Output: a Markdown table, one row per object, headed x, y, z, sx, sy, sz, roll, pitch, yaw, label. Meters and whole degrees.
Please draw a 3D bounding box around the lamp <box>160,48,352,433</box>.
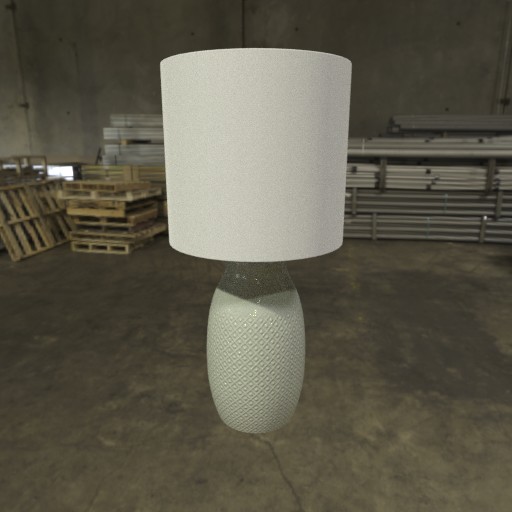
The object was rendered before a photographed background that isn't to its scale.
| x | y | z | sx | sy | sz | roll | pitch | yaw | label |
| --- | --- | --- | --- | --- | --- | --- | --- | --- | --- |
| 0.000 | 0.000 | 0.570 | 0.217 | 0.453 | 0.217 | 2 | 15 | 9 | lamp |
